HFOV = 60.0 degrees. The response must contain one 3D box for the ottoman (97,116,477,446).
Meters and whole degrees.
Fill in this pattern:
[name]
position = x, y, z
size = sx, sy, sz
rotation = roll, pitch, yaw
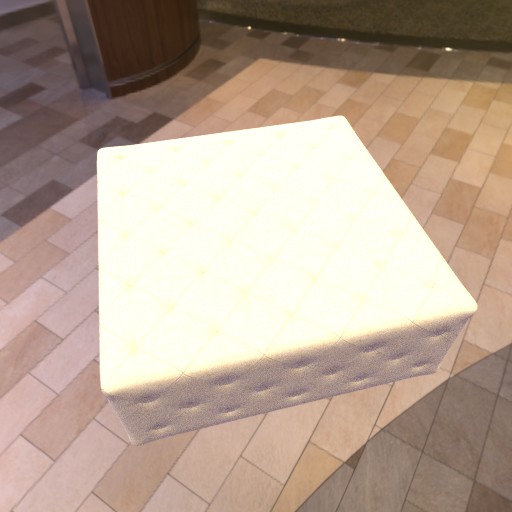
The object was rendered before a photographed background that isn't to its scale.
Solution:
[ottoman]
position = 0.000, 0.000, 1.613
size = 1.028, 0.439, 1.028
rotation = -10, 49, -9
